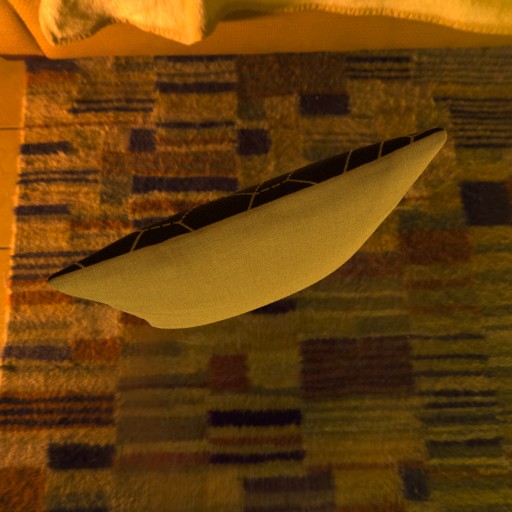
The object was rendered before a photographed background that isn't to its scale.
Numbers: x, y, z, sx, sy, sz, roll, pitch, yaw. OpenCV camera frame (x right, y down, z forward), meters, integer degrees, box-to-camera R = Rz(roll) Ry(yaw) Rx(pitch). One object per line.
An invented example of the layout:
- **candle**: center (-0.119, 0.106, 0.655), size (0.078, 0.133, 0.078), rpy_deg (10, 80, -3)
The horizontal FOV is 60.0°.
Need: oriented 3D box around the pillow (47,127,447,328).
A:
- **pillow**: center (0.000, 0.000, 0.774), size (0.517, 0.508, 0.158), rpy_deg (-21, 77, -5)
